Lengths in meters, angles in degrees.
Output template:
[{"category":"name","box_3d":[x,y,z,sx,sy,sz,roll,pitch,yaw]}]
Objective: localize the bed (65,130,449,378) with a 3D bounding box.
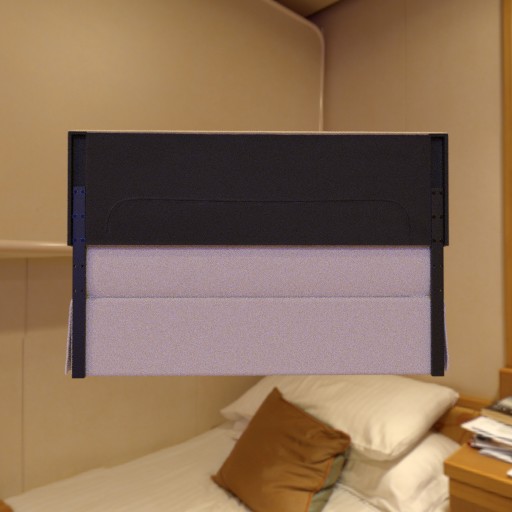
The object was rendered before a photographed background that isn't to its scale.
[{"category":"bed","box_3d":[0.000,0.000,3.359,2.170,1.346,1.914,0,-1,-1]}]
